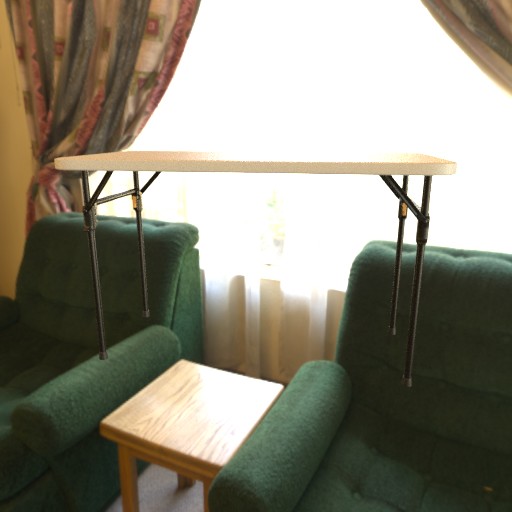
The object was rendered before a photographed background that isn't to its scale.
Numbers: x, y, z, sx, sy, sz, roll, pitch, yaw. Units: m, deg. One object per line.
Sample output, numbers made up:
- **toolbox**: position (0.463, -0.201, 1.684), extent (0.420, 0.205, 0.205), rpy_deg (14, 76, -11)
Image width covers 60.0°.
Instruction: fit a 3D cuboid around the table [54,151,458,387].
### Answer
- **table**: position (0.000, 0.000, 1.645), extent (1.219, 0.729, 0.610), rpy_deg (3, 16, 9)
